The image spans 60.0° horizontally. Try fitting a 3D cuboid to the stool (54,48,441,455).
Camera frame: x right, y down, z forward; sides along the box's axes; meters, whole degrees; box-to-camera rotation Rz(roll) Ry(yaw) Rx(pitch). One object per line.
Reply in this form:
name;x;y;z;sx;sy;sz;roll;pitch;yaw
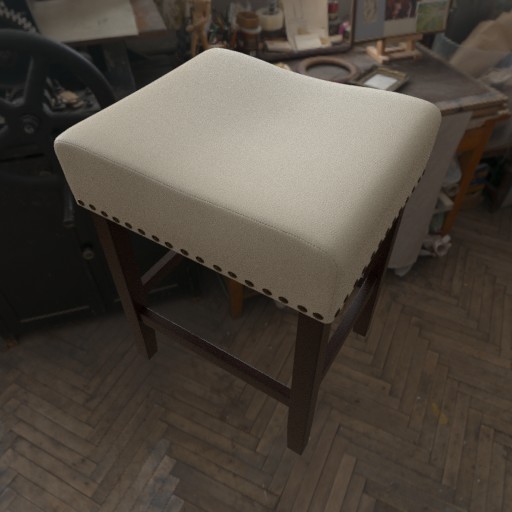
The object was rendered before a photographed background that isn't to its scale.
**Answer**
stool;0.000;0.000;0.886;0.471;0.609;0.401;24;51;22
